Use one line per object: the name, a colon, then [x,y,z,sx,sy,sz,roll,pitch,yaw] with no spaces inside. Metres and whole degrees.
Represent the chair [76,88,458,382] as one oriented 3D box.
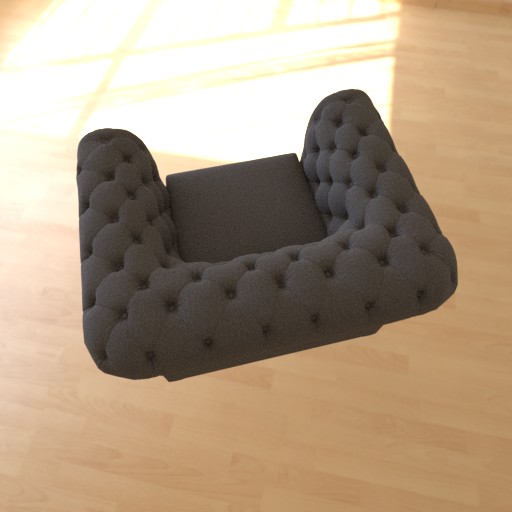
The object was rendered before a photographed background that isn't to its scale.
chair: [0.000,0.000,1.844,1.270,0.770,0.976,-12,59,-7]
